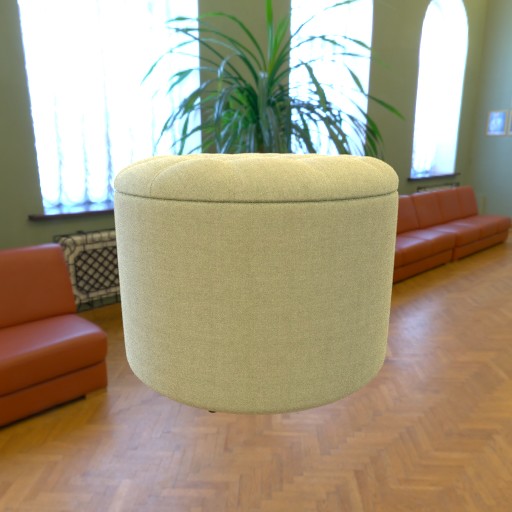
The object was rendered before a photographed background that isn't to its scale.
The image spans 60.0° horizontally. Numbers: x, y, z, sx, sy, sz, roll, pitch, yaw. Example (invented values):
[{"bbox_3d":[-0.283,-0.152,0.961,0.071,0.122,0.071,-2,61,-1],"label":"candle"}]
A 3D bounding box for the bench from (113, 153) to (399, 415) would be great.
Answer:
[{"bbox_3d":[0.000,0.000,1.010,0.600,0.453,0.600,0,14,0],"label":"bench"}]
